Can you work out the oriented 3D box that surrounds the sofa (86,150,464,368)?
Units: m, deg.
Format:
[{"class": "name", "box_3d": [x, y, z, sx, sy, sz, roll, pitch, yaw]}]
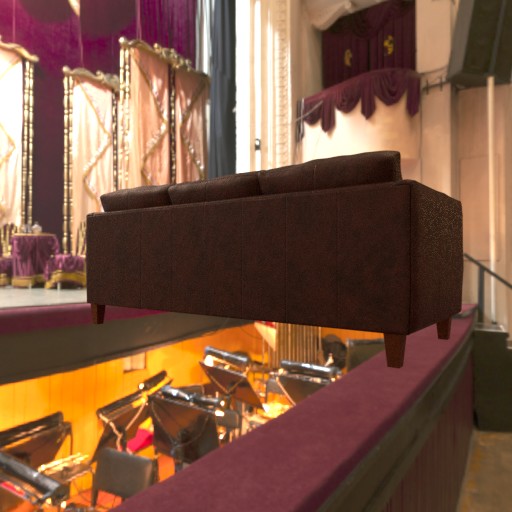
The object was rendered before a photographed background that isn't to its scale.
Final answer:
[{"class": "sofa", "box_3d": [0.000, 0.000, 3.030, 2.464, 1.006, 1.045, 0, -1, 36]}]
